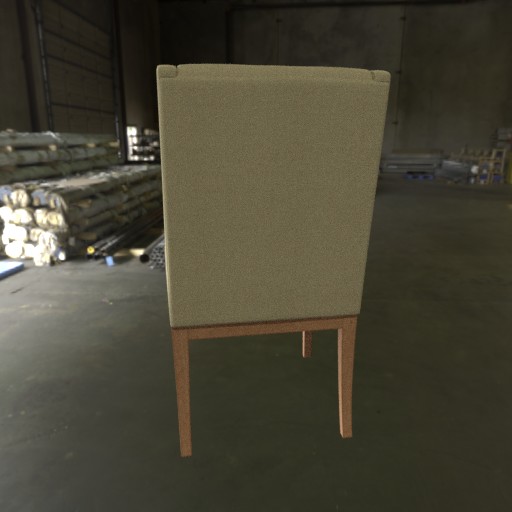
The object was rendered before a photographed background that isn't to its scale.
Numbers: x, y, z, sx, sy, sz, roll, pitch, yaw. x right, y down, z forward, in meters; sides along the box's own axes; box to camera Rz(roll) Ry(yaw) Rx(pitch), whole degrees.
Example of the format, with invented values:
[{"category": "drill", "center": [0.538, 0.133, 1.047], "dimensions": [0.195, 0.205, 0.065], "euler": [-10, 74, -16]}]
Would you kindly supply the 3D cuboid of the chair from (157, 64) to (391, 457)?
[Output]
[{"category": "chair", "center": [0.000, 0.000, 1.377], "dimensions": [0.575, 1.021, 0.611], "euler": [-3, 15, -9]}]
